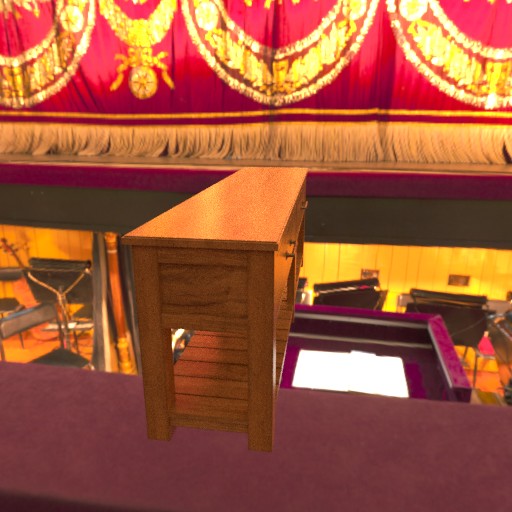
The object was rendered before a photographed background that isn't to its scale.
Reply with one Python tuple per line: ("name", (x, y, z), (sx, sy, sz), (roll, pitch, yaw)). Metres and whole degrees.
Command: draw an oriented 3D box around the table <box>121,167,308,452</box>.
("table", (0.000, 0.000, 2.063), (0.425, 0.635, 1.815), (3, 17, 8))
